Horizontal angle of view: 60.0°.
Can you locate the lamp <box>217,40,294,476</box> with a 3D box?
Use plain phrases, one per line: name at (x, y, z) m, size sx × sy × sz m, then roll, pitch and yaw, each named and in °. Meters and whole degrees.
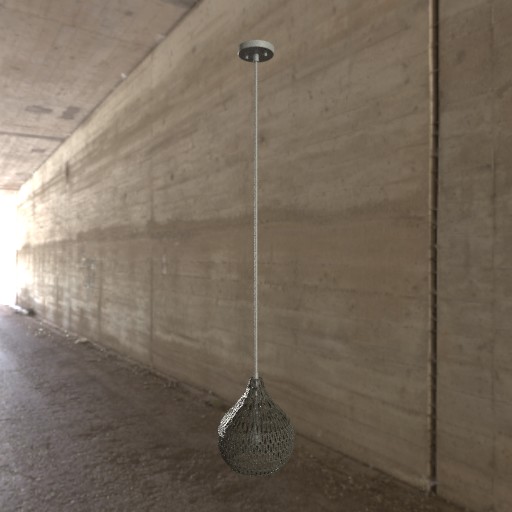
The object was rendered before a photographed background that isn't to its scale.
lamp at (0.000, 0.000, 2.051) m, size 0.355 × 1.919 × 0.355 m, roll 0°, pitch 0°, yaw 19°
